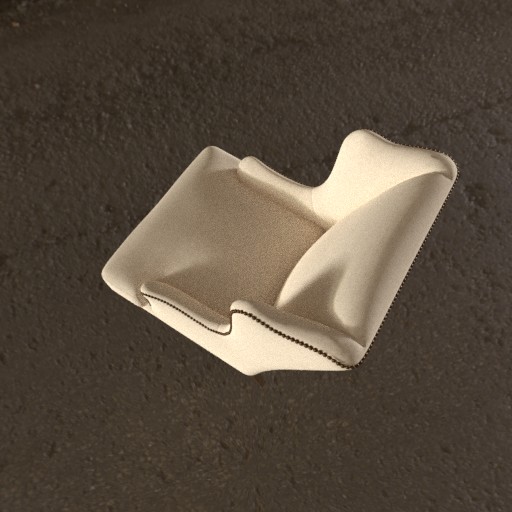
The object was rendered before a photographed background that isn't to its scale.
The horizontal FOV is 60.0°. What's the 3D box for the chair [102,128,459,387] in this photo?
[{"bbox_3d":[0.000,0.000,1.639,0.940,1.029,0.737,29,67,13],"label":"chair"}]
